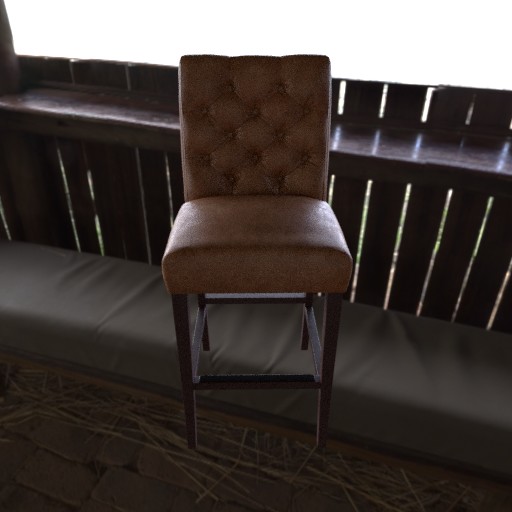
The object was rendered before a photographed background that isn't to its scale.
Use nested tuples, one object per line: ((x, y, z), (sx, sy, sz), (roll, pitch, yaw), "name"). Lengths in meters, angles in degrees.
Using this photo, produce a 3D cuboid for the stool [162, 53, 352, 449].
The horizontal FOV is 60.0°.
((0.000, 0.000, 1.423), (0.493, 1.140, 0.601), (0, 30, -1), "stool")
